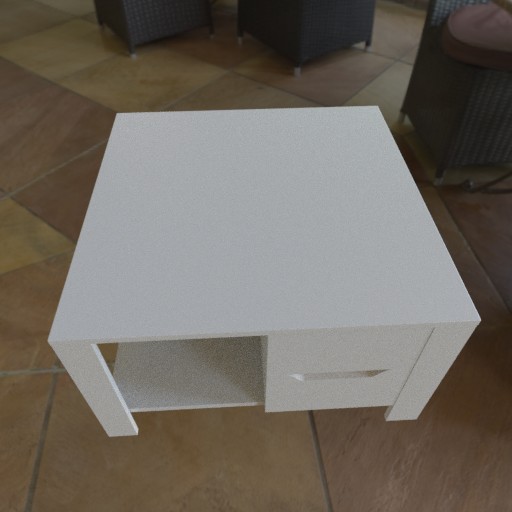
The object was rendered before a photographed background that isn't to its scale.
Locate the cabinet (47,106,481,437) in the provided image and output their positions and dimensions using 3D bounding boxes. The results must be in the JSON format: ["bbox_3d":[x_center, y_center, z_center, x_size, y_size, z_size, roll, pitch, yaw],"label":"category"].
[{"bbox_3d":[0.000,0.000,1.254,0.800,0.460,0.800,-2,47,-2],"label":"cabinet"}]
